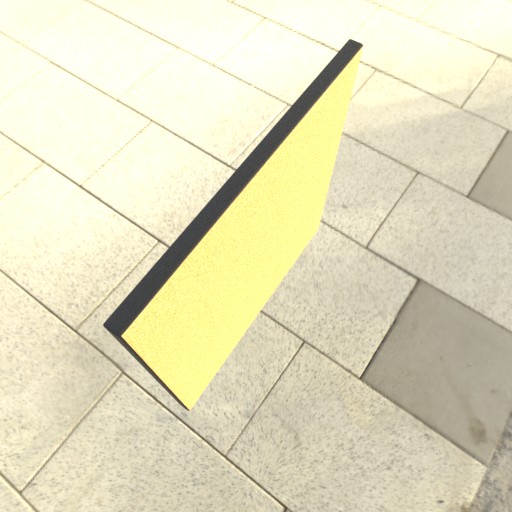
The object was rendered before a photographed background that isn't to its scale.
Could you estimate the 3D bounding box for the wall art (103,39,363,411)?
[{"bbox_3d":[0.000,0.000,0.675,0.022,0.453,0.456,31,67,15],"label":"wall art"}]
